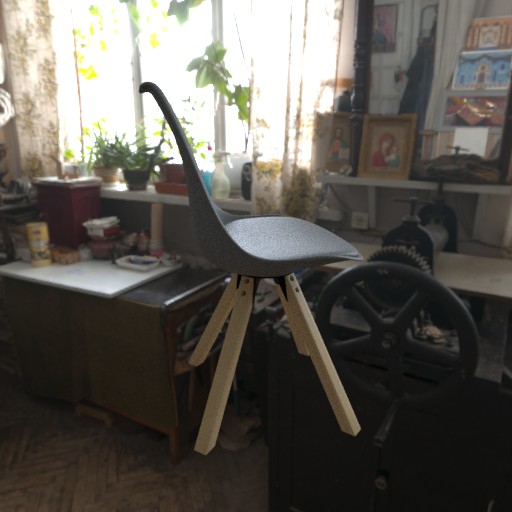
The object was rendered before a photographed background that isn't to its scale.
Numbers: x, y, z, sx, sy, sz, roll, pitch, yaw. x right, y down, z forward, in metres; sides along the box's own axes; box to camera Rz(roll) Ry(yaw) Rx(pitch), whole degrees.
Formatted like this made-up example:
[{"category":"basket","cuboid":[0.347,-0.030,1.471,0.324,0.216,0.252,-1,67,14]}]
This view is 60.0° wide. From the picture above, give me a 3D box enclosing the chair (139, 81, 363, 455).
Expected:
[{"category":"chair","cuboid":[0.000,0.000,1.189,0.549,0.850,0.485,-3,17,-10]}]
